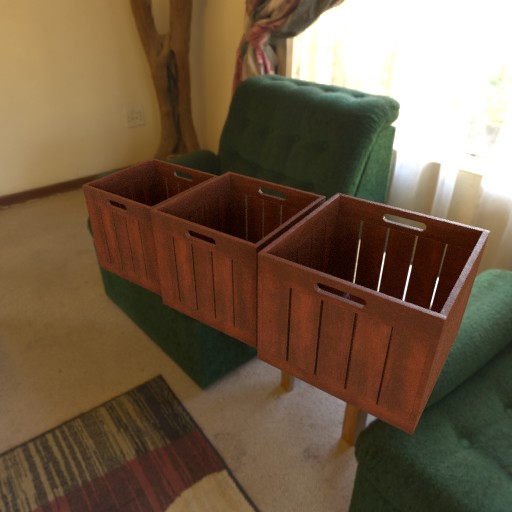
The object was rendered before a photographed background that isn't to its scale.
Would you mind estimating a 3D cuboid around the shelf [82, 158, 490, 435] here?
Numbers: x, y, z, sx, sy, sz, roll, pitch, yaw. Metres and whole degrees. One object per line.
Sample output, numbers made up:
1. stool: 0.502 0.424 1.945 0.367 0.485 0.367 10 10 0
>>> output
1. shelf: 0.000 0.000 1.241 1.064 0.311 0.393 20 37 29
